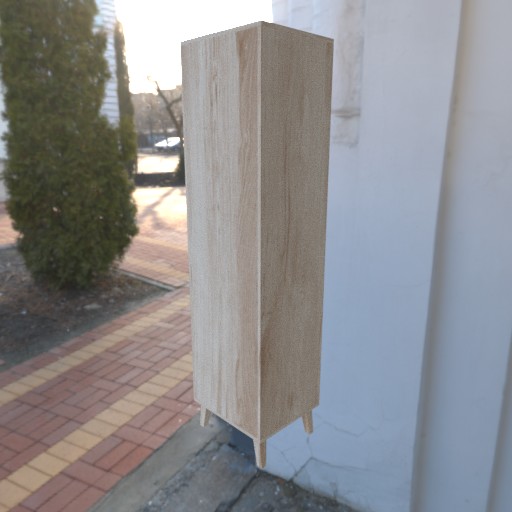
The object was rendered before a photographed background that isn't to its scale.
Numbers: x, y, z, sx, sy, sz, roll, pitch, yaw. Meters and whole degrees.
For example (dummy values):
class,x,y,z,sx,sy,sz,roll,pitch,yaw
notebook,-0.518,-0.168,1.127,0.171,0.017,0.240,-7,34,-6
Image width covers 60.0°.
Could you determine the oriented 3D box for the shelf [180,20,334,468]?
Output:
class,x,y,z,sx,sy,sz,roll,pitch,yaw
shelf,0.000,0.000,2.195,0.450,1.960,0.510,-14,20,-43
